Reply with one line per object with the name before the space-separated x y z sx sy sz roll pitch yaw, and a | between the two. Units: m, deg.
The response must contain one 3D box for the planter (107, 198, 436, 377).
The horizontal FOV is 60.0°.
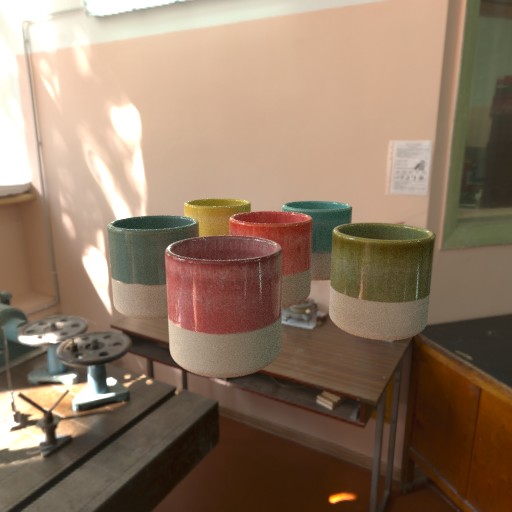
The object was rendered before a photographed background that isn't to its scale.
planter | 0.000 0.000 0.413 0.257 0.075 0.286 -7 16 -26
